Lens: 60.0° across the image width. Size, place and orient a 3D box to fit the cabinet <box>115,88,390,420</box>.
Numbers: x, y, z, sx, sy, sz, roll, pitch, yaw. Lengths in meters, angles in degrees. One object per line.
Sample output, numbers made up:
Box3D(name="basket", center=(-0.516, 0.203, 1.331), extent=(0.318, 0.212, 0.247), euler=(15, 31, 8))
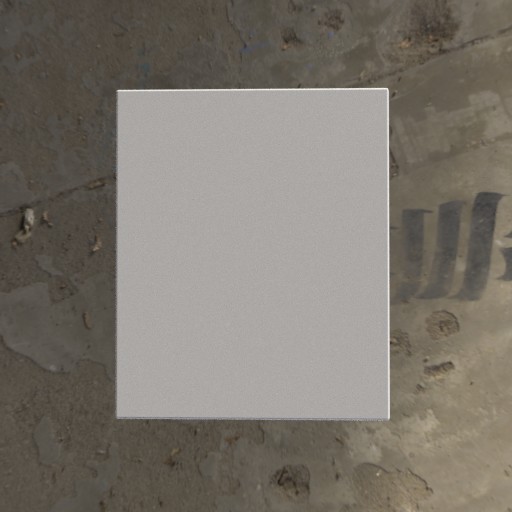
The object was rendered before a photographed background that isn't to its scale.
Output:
Box3D(name="cabinet", center=(0.000, 0.000, 1.056), extent=(0.431, 0.723, 0.520), euler=(0, 89, 1))
